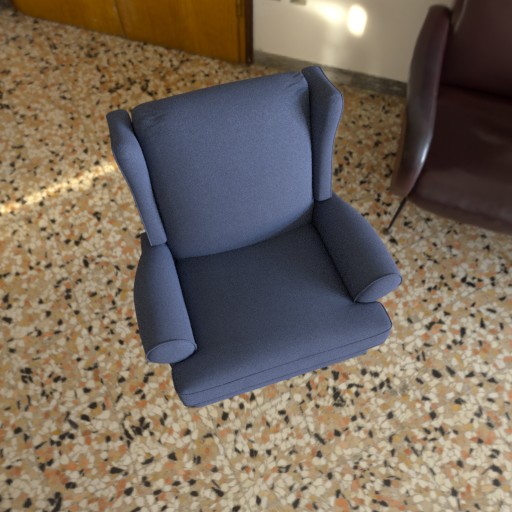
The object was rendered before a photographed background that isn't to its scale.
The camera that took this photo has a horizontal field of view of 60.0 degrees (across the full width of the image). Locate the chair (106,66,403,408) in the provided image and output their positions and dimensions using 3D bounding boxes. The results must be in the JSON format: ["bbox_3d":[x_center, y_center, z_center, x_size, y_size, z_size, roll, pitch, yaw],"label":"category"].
[{"bbox_3d":[0.000,0.000,1.713,0.971,1.020,0.877,-16,64,-8],"label":"chair"}]
